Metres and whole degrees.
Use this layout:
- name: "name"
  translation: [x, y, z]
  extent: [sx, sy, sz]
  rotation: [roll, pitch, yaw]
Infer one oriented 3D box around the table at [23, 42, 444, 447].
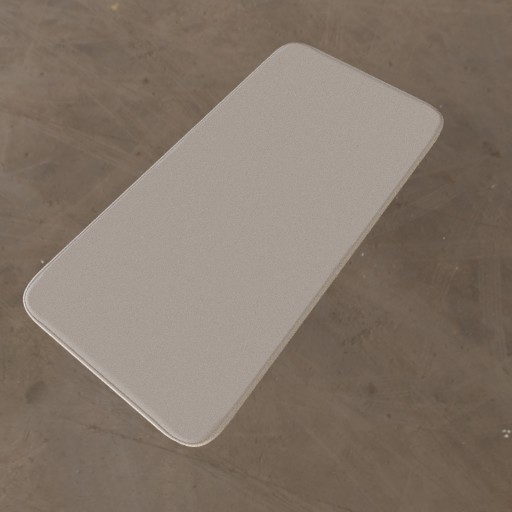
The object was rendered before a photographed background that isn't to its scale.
- name: "table"
  translation: [0.000, 0.000, 1.555]
  extent: [0.610, 0.729, 1.219]
  rotation: [34, 68, 16]
